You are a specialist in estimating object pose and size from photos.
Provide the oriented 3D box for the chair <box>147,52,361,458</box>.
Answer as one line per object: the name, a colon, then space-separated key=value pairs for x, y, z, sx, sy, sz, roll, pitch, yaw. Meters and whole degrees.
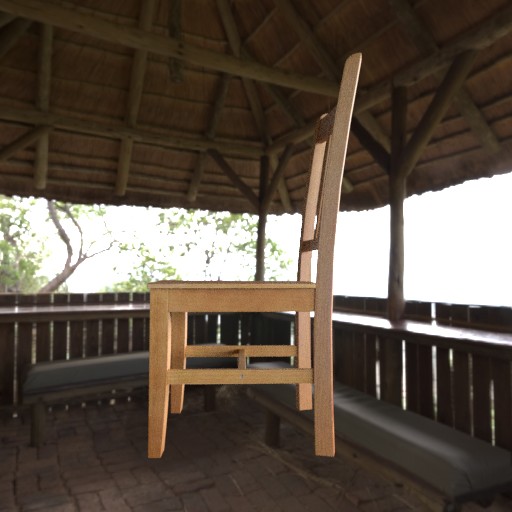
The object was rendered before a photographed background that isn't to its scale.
chair: x=0.000 y=0.000 z=1.299 sx=0.556 sy=0.998 sz=0.450 roll=0 pitch=-2 yaw=-2
